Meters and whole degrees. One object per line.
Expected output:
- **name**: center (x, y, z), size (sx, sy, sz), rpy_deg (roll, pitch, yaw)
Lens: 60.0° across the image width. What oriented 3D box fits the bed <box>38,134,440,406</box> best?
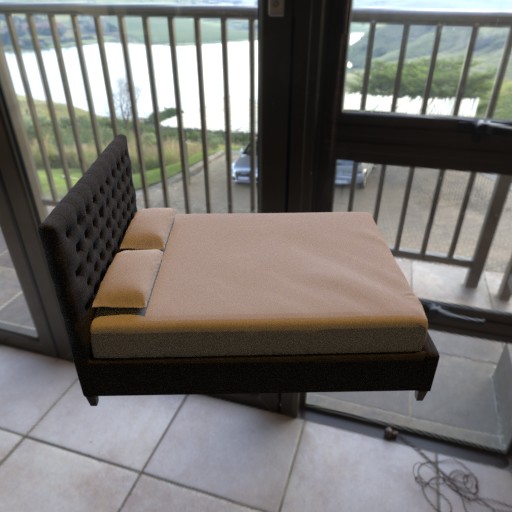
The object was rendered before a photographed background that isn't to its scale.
- **bed**: center (0.000, 0.000, 3.426), size (2.387, 1.427, 1.698), rpy_deg (-1, 32, -1)
